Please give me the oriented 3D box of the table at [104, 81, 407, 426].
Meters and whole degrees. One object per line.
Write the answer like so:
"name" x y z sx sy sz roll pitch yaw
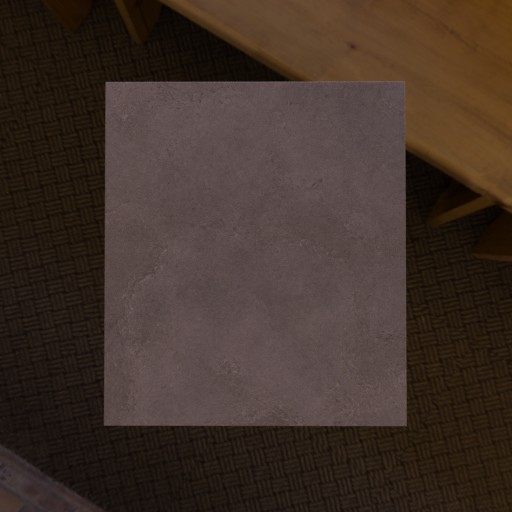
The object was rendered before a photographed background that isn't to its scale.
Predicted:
"table" 0.000 0.000 1.540 0.700 1.020 0.800 0 89 0
